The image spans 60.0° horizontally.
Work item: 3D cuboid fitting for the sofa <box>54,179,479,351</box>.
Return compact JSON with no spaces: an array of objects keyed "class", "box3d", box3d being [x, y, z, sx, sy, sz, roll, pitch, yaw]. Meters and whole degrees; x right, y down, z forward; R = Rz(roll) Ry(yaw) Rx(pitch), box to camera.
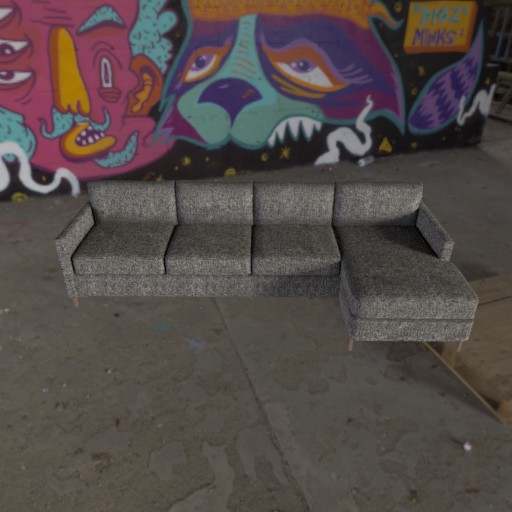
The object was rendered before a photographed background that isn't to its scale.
[{"class":"sofa","box3d":[0.000,0.000,3.962,3.384,0.970,1.488,0,30,1]}]
